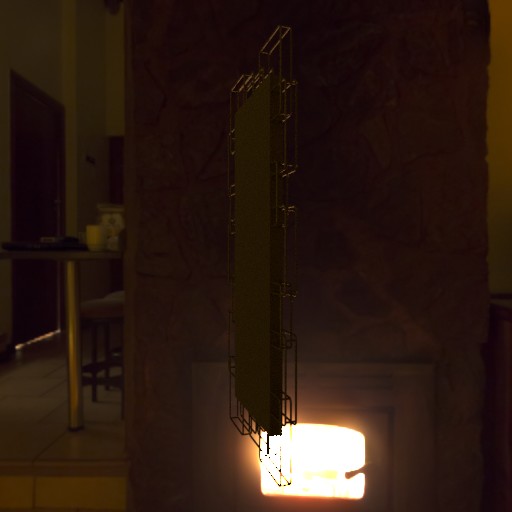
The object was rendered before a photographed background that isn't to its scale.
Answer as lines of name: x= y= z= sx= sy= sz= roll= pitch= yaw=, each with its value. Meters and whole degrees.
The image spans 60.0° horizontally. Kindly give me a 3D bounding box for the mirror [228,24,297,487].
mirror: x=0.000 y=0.000 z=1.372 sx=0.037 sy=1.192 sz=0.565 roll=0 pitch=0 yaw=-18
